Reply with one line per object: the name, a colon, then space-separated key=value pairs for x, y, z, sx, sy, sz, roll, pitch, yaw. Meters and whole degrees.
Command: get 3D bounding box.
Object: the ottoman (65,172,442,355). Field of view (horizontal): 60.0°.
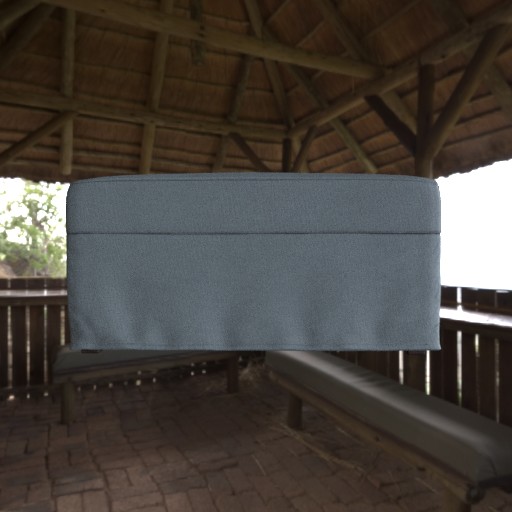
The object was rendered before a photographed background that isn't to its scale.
ottoman: x=0.000 y=0.000 z=1.366 sx=0.843 sy=0.441 sz=0.842 roll=0 pitch=0 yaw=1
